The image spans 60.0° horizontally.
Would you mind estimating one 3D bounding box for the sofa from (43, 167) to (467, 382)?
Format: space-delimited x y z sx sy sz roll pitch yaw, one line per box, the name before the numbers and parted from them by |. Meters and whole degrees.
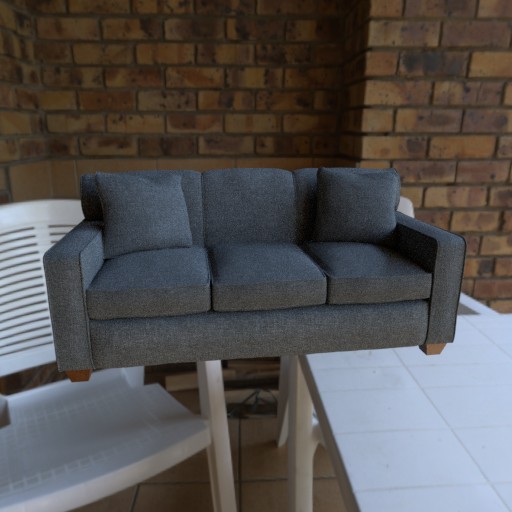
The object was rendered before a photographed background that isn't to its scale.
sofa | 0.000 0.000 2.532 2.024 0.958 0.997 -2 16 -8
